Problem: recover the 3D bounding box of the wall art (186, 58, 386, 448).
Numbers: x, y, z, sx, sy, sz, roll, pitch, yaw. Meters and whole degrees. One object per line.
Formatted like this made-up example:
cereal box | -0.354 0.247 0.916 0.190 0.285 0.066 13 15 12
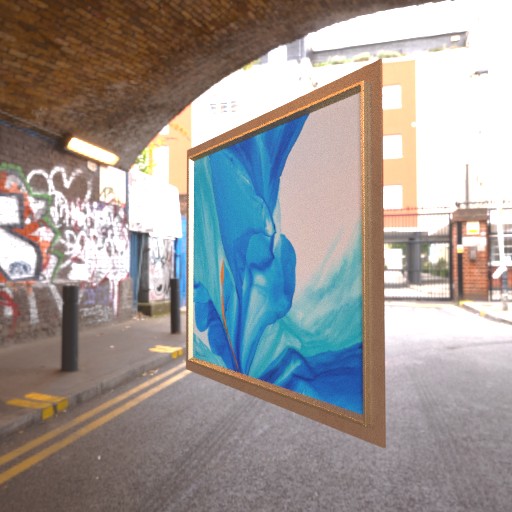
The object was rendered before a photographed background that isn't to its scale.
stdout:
wall art | 0.000 0.000 1.683 0.025 1.067 1.168 1 -2 -36
